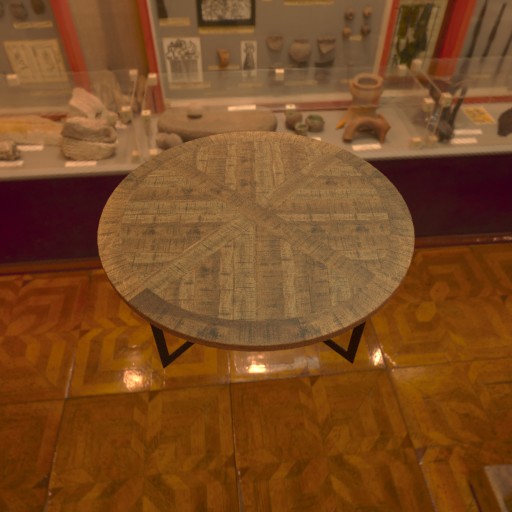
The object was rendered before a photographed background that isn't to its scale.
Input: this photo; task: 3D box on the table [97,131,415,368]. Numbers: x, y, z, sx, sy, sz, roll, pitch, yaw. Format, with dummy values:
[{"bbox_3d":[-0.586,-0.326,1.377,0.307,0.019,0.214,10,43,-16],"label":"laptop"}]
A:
[{"bbox_3d":[0.000,0.000,2.002,1.264,0.516,1.264,0,46,0],"label":"table"}]
